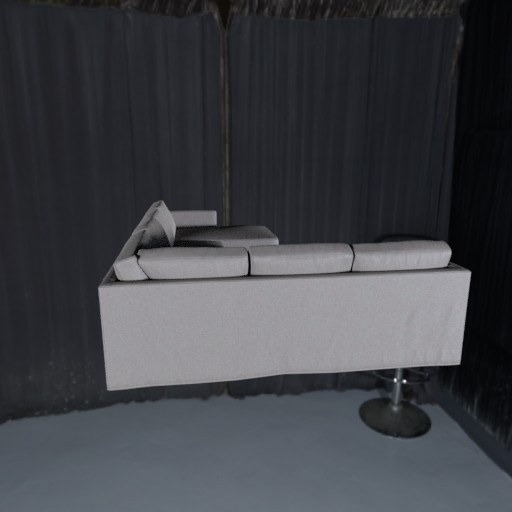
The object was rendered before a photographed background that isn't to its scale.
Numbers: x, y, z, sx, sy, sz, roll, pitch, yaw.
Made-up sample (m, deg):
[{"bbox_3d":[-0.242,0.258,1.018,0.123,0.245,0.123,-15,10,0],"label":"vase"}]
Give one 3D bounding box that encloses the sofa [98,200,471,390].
[{"bbox_3d":[0.000,0.000,4.511,2.427,0.882,3.460,-2,13,-8],"label":"sofa"}]
